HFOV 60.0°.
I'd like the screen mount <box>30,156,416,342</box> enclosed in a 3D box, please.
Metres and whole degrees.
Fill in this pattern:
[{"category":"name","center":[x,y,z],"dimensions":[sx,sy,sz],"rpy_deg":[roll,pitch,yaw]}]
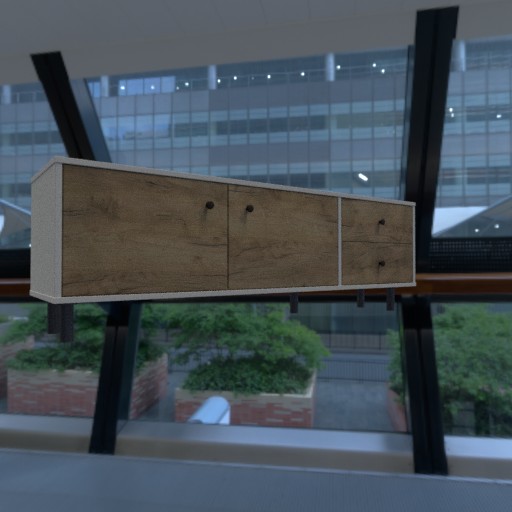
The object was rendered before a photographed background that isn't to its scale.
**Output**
[{"category":"screen mount","center":[0.000,0.000,1.810],"dimensions":[1.600,0.520,0.418],"rpy_deg":[1,-1,-35]}]
